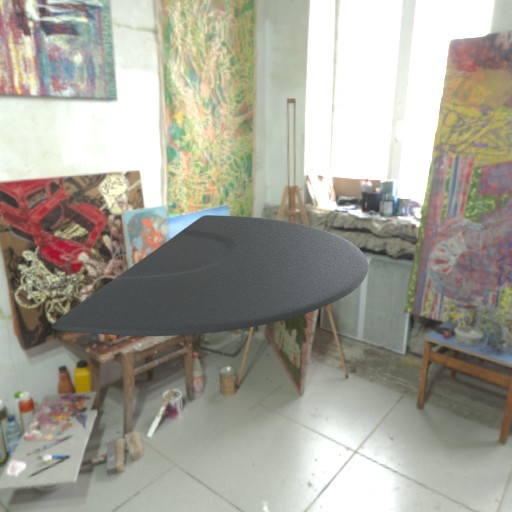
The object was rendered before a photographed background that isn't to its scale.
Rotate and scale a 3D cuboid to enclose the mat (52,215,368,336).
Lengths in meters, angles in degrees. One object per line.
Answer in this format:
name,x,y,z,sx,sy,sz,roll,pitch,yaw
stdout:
mat,0.000,0.000,1.860,0.917,0.016,1.525,3,17,9
